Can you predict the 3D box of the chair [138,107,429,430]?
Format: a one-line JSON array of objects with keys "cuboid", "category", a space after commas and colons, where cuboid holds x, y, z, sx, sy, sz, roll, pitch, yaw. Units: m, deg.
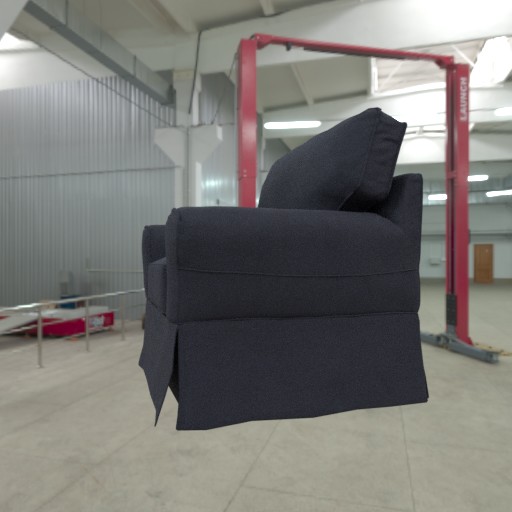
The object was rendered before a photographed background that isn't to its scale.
[{"cuboid": [0.000, 0.000, 1.991, 1.002, 1.140, 1.119, 0, 0, -20], "category": "chair"}]
